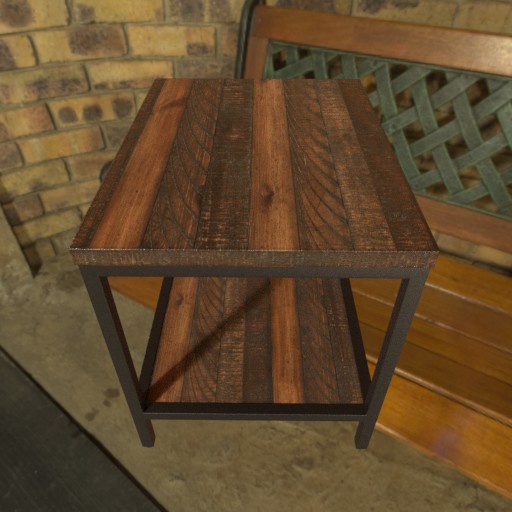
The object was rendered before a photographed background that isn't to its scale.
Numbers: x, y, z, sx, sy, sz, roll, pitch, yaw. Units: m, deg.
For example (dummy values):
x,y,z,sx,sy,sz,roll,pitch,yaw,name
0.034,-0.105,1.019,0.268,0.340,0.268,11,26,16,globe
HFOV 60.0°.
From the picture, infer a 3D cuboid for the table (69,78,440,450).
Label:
x,y,z,sx,sy,sz,roll,pitch,yaw,name
0.000,0.000,1.079,0.524,0.612,0.678,0,41,0,table
